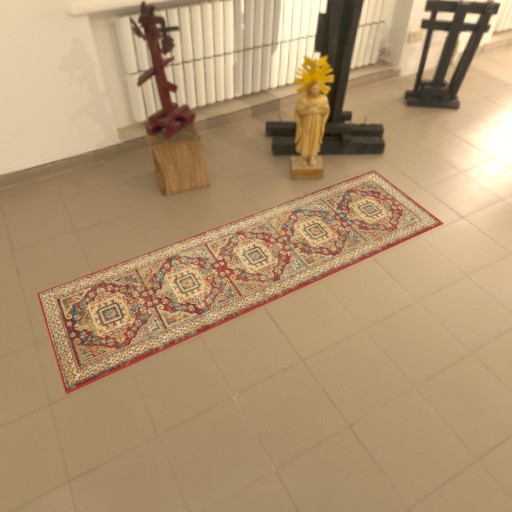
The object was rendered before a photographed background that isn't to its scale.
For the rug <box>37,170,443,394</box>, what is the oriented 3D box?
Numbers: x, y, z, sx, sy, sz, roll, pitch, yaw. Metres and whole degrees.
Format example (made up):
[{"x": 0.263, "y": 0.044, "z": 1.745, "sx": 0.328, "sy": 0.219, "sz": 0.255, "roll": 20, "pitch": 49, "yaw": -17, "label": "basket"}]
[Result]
[{"x": 0.000, "y": 0.000, "z": 2.543, "sx": 2.292, "sy": 0.015, "sz": 0.659, "roll": -22, "pitch": 50, "yaw": -20, "label": "rug"}]
